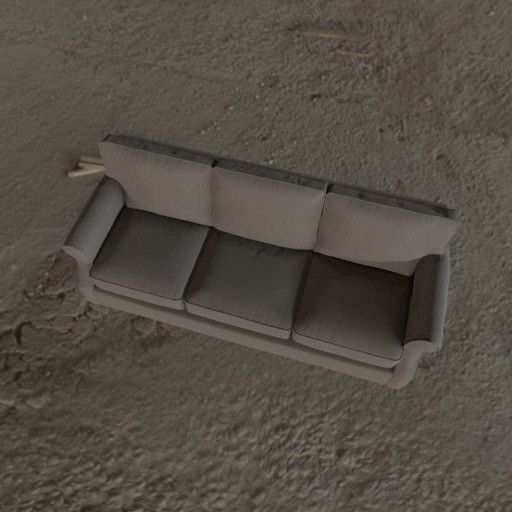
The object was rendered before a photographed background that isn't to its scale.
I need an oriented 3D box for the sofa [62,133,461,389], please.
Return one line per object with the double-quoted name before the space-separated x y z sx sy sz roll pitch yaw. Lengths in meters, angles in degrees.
"sofa" 0.000 0.000 2.867 2.353 0.948 0.966 14 60 8
